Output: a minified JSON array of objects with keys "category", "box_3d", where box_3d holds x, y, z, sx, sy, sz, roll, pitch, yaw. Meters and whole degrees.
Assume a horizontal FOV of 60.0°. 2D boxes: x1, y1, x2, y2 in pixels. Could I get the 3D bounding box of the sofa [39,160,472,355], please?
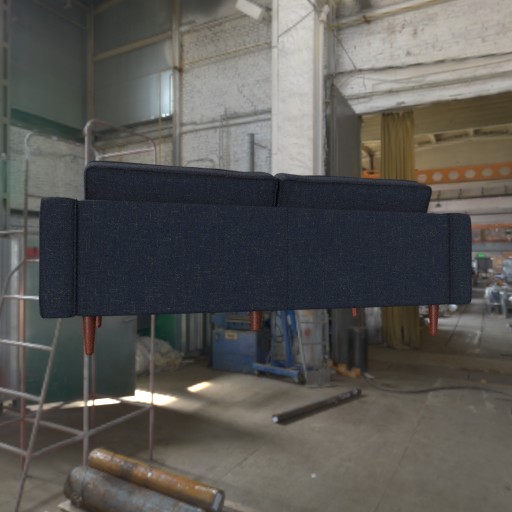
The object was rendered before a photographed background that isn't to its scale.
[{"category":"sofa","box_3d":[0.000,0.000,2.253,1.880,0.762,0.914,0,-1,-17]}]
